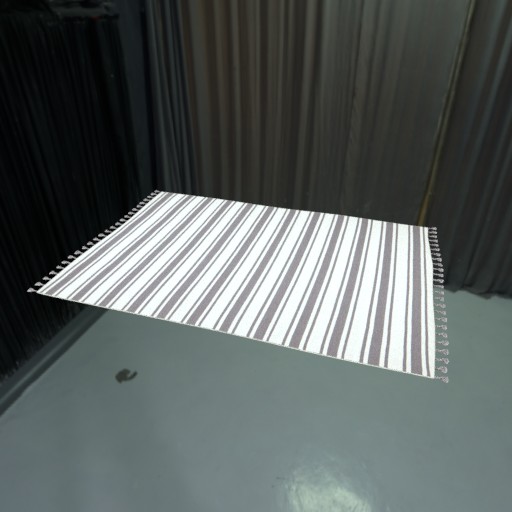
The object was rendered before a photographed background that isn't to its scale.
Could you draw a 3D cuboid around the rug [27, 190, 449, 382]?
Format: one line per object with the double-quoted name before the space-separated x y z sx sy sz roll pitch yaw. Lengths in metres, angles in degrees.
"rug" 0.000 0.000 3.800 3.040 0.017 2.030 9 33 15
